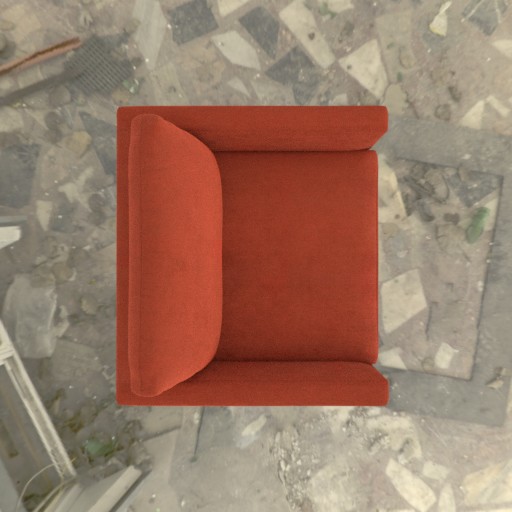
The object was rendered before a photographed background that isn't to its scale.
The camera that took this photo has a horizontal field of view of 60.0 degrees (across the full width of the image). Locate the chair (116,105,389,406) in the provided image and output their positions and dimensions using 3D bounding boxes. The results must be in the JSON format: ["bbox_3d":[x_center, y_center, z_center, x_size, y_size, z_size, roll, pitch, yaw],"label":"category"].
[{"bbox_3d":[0.000,0.000,1.586,0.875,0.812,0.964,0,90,0],"label":"chair"}]
